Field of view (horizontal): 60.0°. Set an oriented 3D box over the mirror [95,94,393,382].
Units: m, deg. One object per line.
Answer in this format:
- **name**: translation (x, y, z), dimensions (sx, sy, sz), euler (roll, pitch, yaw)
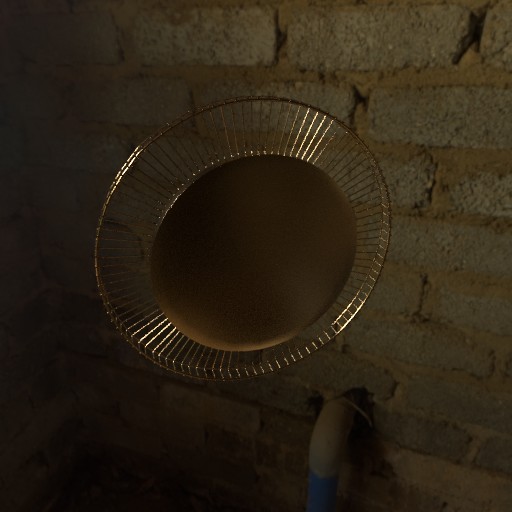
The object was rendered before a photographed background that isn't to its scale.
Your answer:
- **mirror**: translation (0.000, 0.000, 1.029), dimensions (0.703, 0.703, 0.067), euler (-8, 27, -16)
